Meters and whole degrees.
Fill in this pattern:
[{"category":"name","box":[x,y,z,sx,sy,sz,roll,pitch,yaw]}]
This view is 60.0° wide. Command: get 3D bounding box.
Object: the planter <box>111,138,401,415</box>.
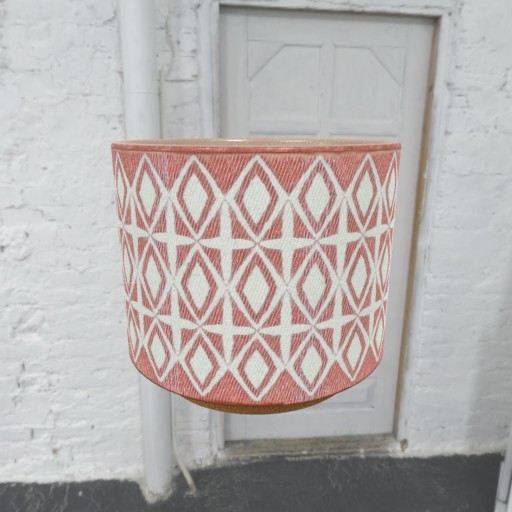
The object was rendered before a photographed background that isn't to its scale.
[{"category":"planter","box":[0.000,0.000,0.470,0.273,0.237,0.273,0,16,0]}]
